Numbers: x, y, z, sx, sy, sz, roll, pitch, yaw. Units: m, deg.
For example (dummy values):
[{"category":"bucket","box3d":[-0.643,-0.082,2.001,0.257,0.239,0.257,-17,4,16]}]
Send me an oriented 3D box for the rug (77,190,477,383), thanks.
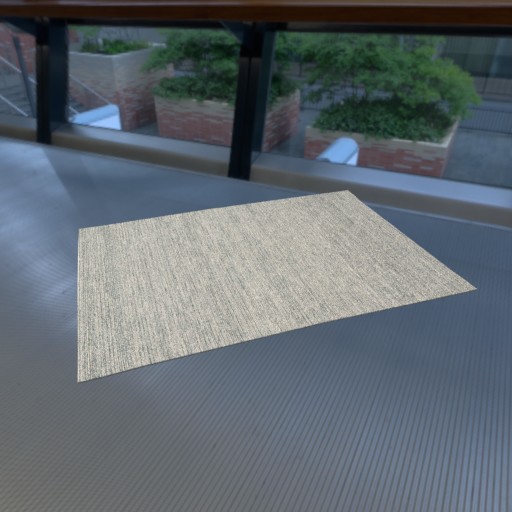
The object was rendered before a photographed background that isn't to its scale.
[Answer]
[{"category":"rug","box3d":[0.000,0.000,3.062,2.338,0.030,1.616,-10,33,-16]}]
